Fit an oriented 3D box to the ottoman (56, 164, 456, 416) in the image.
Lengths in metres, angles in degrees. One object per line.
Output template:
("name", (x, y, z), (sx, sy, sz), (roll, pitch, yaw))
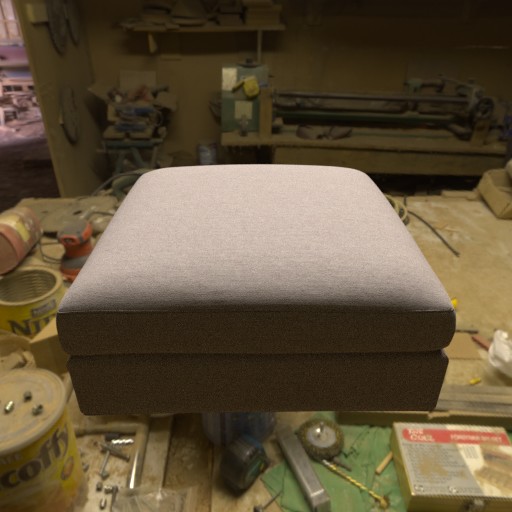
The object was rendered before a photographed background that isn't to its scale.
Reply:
("ottoman", (0.000, 0.000, 1.592), (1.041, 0.470, 1.041), (0, 30, -1))
